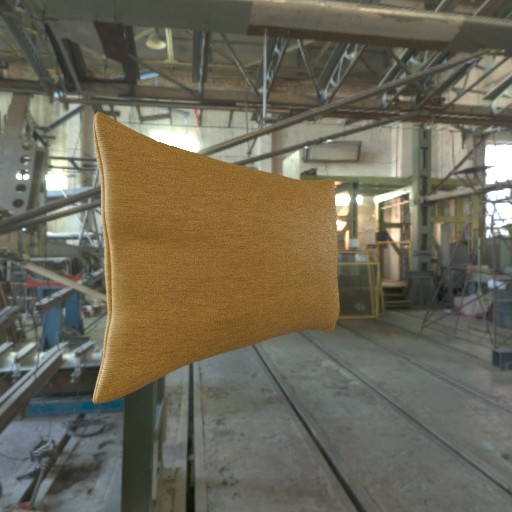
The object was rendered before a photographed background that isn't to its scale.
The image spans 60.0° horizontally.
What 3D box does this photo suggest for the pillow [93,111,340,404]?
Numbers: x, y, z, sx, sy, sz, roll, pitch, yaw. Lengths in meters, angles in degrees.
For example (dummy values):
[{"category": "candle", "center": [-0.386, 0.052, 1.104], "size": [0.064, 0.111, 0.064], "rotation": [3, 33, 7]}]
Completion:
[{"category": "pillow", "center": [0.000, 0.000, 0.781], "size": [0.210, 0.354, 0.634], "rotation": [1, 1, 36]}]
